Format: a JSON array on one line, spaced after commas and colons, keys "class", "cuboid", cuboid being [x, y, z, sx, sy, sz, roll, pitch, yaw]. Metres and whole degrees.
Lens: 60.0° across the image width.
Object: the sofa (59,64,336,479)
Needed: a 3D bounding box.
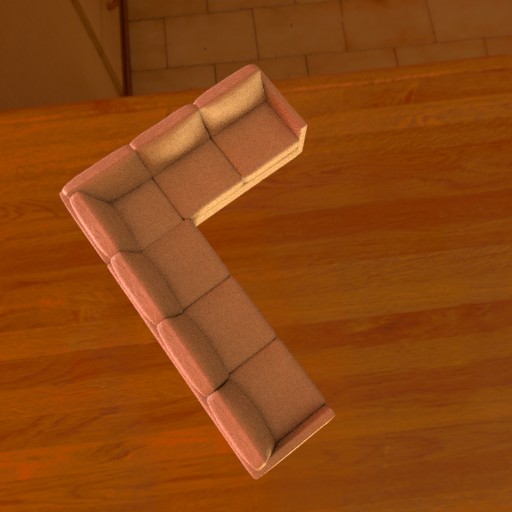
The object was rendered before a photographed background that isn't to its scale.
[{"class": "sofa", "cuboid": [0.000, 0.000, 4.525, 2.522, 0.934, 3.333, -36, 79, -8]}]
